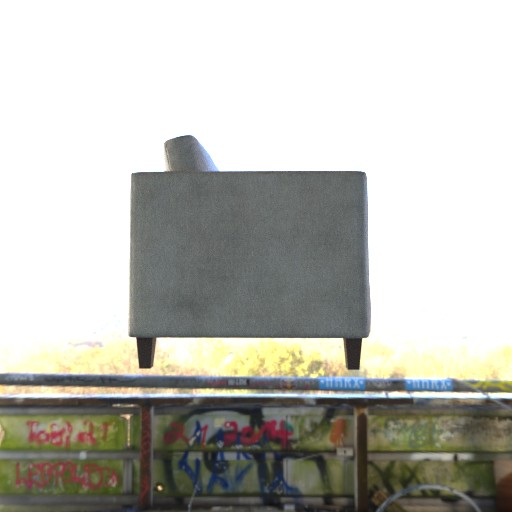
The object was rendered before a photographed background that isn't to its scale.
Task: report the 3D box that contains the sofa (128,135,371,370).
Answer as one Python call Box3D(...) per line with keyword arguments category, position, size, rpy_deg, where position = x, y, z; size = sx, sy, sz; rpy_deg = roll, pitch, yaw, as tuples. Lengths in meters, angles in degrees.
Box3D(category="sofa", position=(0.000, 0.000, 2.757), size=(0.951, 0.965, 2.208), rpy_deg=(0, -2, 1))
